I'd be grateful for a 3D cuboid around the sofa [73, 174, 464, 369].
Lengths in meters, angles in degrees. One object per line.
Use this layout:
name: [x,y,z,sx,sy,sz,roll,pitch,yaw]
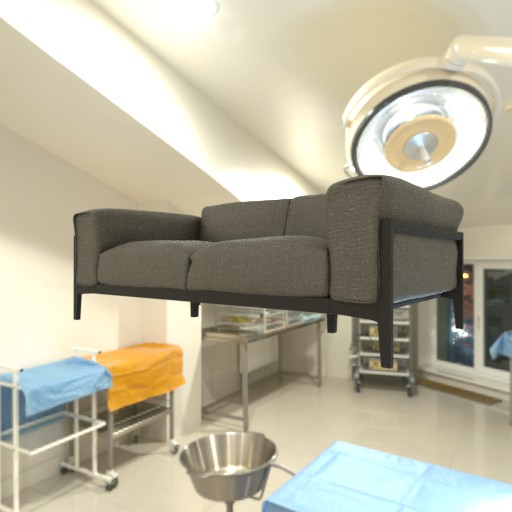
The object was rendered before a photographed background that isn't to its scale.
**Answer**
sofa: [0.000,0.000,2.152,1.690,0.656,0.960,0,0,37]
